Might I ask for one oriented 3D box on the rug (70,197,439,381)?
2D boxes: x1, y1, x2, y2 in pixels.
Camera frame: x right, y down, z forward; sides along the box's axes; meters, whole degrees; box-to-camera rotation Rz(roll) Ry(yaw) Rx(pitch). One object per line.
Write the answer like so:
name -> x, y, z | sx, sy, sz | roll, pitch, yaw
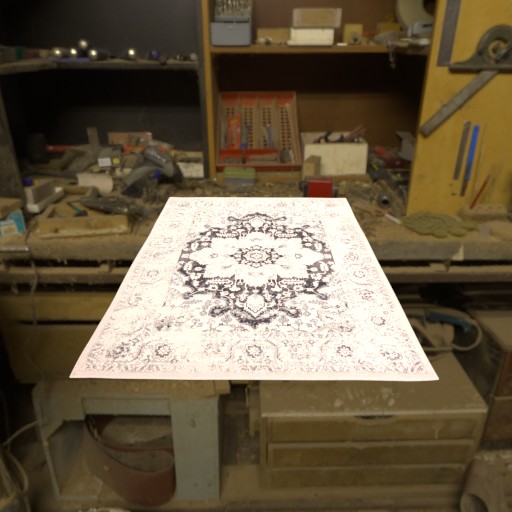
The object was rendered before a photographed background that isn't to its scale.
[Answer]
rug -> 0.000, 0.000, 2.267 | 1.223, 0.008, 1.813 | 0, 27, 1
